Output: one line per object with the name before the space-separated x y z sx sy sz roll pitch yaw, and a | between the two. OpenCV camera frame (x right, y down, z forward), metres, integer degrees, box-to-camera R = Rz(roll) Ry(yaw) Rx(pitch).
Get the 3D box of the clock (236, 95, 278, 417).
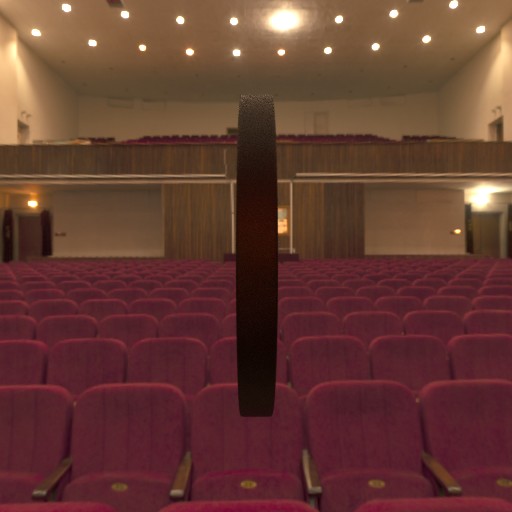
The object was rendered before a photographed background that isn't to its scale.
clock | 0.000 0.000 0.459 0.029 0.314 0.314 0 -1 0
